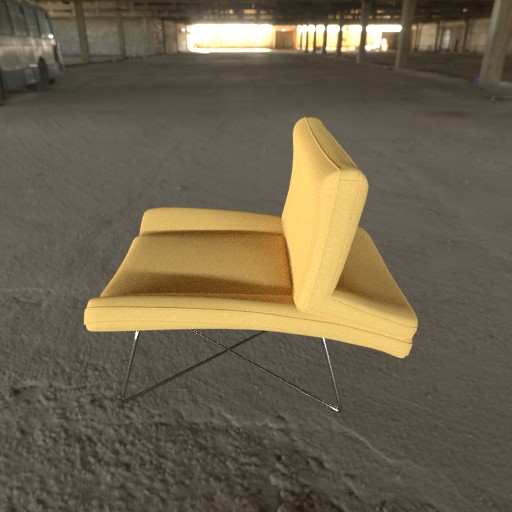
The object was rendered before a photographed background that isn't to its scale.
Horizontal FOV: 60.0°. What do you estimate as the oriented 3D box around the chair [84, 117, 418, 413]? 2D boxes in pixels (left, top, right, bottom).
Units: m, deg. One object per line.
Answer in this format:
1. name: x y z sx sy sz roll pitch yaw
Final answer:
1. chair: 0.000 0.000 1.612 1.008 0.855 0.859 0 26 0
